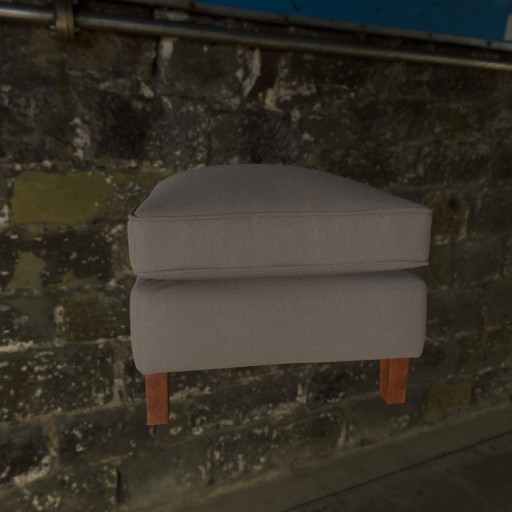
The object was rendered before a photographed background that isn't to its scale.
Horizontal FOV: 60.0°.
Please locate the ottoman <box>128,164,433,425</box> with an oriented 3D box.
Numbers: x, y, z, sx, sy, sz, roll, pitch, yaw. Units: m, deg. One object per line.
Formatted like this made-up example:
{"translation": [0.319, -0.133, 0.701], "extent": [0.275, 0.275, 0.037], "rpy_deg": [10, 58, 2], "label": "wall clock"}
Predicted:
{"translation": [0.000, 0.000, 1.001], "extent": [0.508, 0.406, 0.686], "rpy_deg": [-2, 14, -8], "label": "ottoman"}
